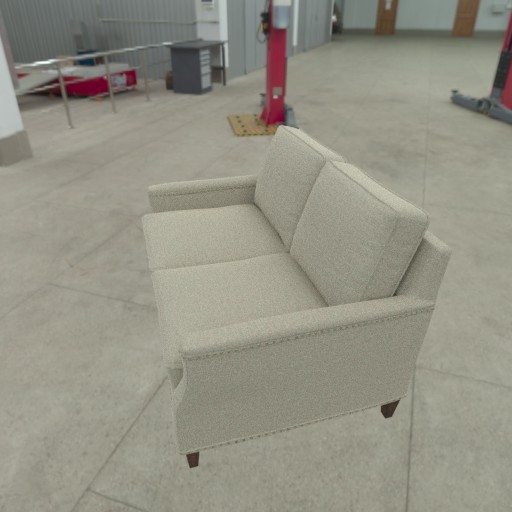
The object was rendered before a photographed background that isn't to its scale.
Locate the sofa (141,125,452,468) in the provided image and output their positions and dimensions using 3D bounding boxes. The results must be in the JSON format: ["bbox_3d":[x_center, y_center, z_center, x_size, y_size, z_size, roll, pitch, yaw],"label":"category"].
[{"bbox_3d":[0.000,0.000,2.278,1.084,1.003,1.597,-8,31,-14],"label":"sofa"}]
